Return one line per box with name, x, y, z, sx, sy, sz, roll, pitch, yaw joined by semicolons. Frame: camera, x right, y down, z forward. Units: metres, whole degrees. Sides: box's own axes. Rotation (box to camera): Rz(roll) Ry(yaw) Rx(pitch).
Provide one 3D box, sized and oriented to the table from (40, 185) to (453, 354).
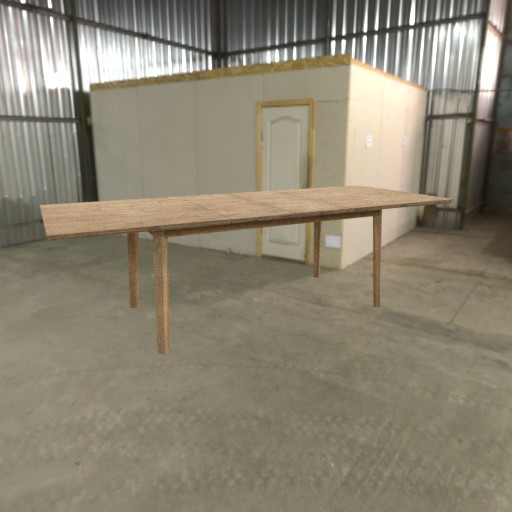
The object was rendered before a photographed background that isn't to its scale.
table;0.000;0.000;3.078;2.603;0.752;1.000;-8;17;-26
